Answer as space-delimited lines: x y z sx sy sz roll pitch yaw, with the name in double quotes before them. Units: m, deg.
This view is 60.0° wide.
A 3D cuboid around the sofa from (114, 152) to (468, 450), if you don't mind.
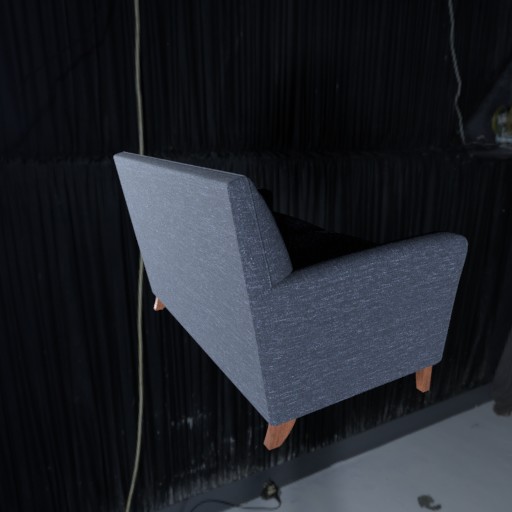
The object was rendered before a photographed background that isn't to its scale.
"sofa" 0.000 0.000 1.928 0.875 0.846 1.420 -8 18 -27
